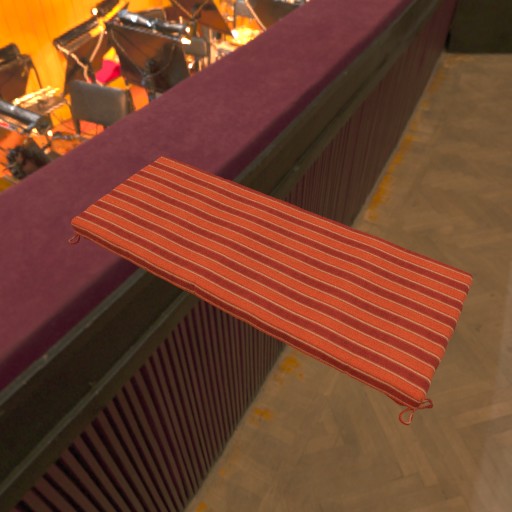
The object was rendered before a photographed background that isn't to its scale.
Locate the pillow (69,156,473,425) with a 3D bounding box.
[{"bbox_3d":[0.000,0.000,1.332,1.187,0.081,0.492,24,50,22],"label":"pillow"}]
